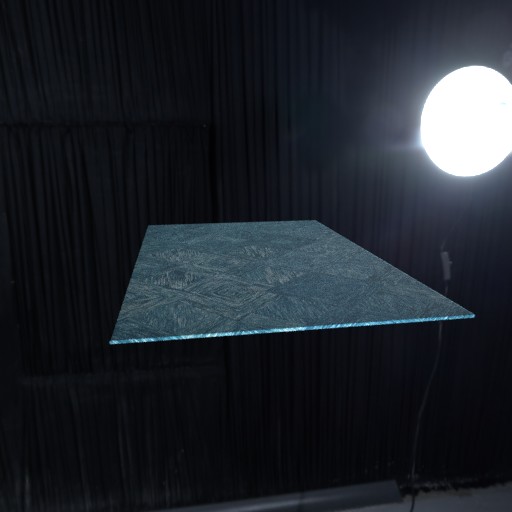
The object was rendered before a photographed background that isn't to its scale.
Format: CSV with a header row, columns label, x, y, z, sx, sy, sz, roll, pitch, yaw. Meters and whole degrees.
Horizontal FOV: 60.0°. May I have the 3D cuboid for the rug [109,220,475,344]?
label,x,y,z,sx,sy,sz,roll,pitch,yaw
rug,0.000,0.000,2.834,1.490,0.015,2.277,-3,15,-9
